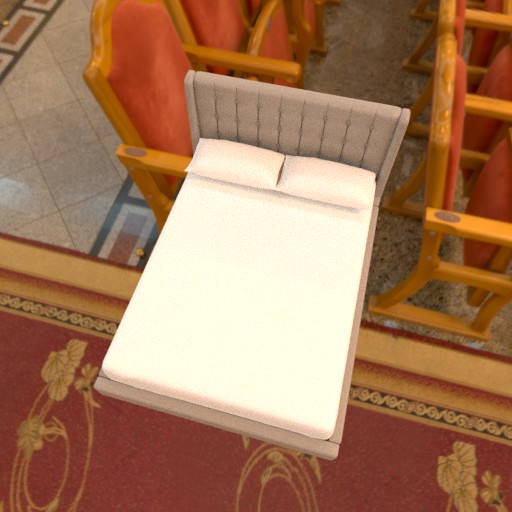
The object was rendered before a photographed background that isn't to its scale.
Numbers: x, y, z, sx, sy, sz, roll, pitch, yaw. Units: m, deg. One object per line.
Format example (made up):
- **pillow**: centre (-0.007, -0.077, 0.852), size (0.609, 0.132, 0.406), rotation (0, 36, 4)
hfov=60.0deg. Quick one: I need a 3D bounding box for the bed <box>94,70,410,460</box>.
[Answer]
- **bed**: centre (0.000, 0.000, 3.153), size (1.656, 1.147, 2.232), rotation (13, 60, 8)
